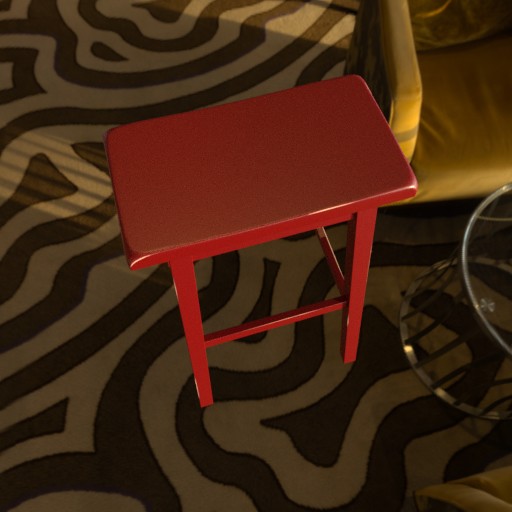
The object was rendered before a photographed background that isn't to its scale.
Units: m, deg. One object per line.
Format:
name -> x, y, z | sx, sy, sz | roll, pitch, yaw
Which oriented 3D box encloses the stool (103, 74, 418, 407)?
stool -> 0.000, 0.000, 1.016 | 0.457, 0.737, 0.476 | -15, 66, -7
